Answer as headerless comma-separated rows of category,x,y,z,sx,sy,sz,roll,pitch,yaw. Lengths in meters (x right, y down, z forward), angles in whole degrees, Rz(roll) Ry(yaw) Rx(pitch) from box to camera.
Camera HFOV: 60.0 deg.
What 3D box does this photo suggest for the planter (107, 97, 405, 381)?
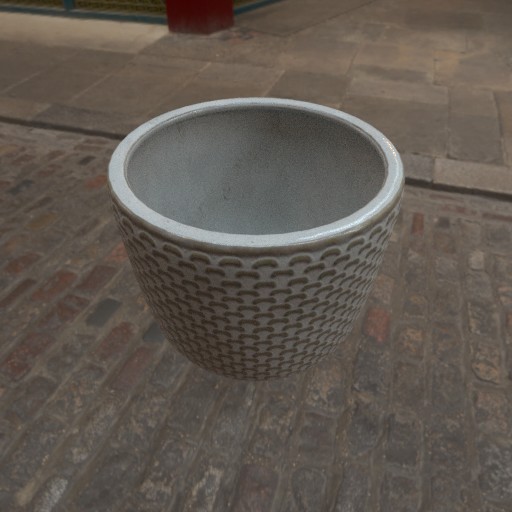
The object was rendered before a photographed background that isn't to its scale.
planter,0.000,0.000,0.312,0.173,0.160,0.173,0,41,0
